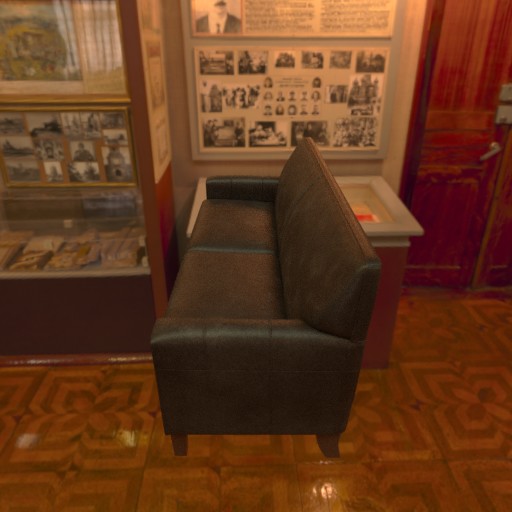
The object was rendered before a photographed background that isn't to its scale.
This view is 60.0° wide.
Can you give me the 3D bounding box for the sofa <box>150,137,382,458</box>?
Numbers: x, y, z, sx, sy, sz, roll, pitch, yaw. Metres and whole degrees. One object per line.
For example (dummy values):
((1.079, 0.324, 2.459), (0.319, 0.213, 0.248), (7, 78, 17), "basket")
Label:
((0.000, 0.000, 2.510), (0.805, 0.947, 2.053), (0, 26, 0), "sofa")
